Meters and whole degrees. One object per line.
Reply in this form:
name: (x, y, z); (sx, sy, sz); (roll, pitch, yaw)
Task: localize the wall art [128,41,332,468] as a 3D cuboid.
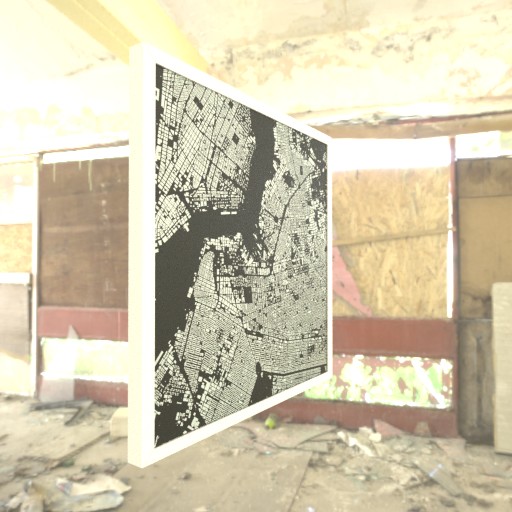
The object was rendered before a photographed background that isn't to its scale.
wall art: (0.000, 0.000, 1.112); (0.050, 0.762, 0.761); (-1, -1, 36)
